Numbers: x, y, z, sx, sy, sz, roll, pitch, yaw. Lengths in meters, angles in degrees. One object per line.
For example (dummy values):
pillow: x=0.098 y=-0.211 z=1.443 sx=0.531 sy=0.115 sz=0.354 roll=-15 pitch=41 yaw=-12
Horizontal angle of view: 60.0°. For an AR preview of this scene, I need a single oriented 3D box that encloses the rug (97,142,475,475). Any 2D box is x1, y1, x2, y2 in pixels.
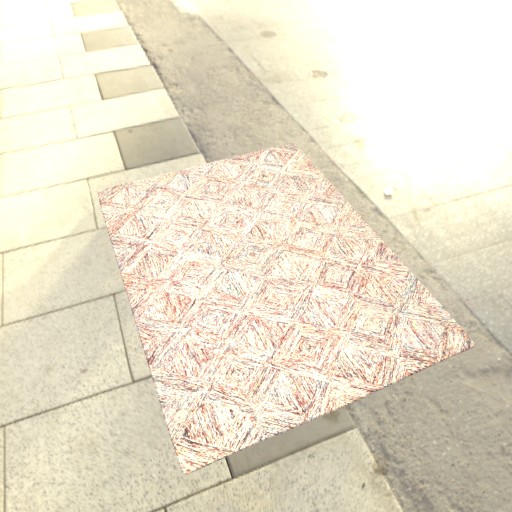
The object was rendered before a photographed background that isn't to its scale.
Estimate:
rug: x=0.000 y=0.000 z=4.186 sx=2.436 sy=0.024 sz=3.226 roll=-18 pitch=49 yaw=-16
